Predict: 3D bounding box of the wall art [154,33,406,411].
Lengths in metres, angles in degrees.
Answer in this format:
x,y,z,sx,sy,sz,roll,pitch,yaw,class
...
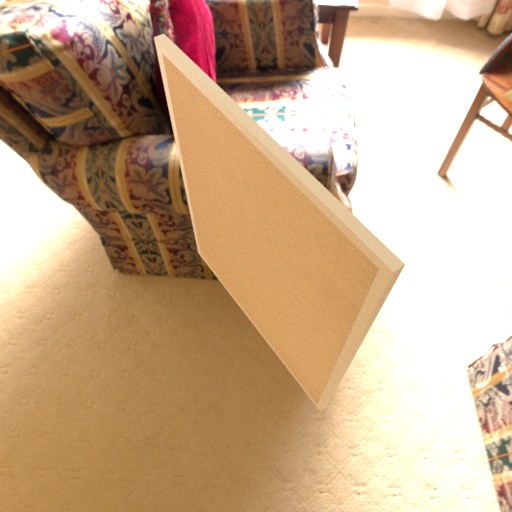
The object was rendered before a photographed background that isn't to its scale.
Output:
x,y,z,sx,sy,sz,roll,pitch,yaw,class
0.000,0.000,0.618,0.013,0.456,0.382,-31,63,-18,wall art
